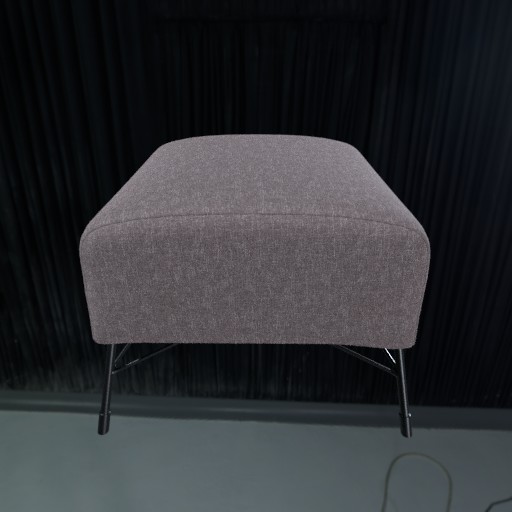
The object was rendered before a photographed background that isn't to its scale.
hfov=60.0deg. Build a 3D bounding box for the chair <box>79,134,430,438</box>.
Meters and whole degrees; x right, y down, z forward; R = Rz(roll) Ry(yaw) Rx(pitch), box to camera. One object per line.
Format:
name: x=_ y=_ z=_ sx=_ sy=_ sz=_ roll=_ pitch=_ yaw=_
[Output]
chair: x=0.000 y=0.000 z=0.886 sx=0.530 sy=0.410 sz=0.530 roll=0 pitch=26 yaw=1
